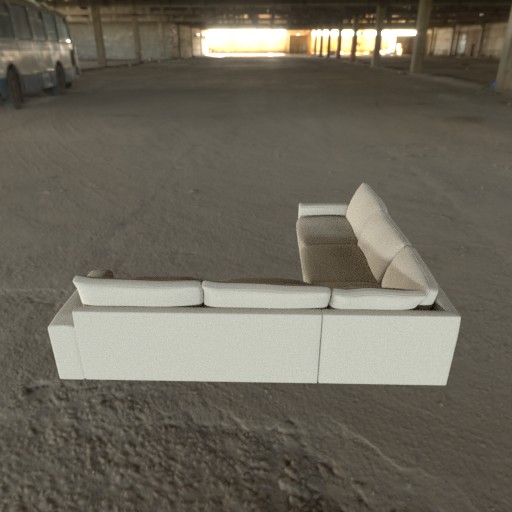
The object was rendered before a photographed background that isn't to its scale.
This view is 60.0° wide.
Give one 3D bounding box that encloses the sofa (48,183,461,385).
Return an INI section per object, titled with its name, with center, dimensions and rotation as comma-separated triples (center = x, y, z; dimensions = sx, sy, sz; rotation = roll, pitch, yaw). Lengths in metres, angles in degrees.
[sofa]
center = 0.000, 0.000, 4.862
dimensions = 3.206, 0.918, 3.066
rotation = 1, 26, 1
